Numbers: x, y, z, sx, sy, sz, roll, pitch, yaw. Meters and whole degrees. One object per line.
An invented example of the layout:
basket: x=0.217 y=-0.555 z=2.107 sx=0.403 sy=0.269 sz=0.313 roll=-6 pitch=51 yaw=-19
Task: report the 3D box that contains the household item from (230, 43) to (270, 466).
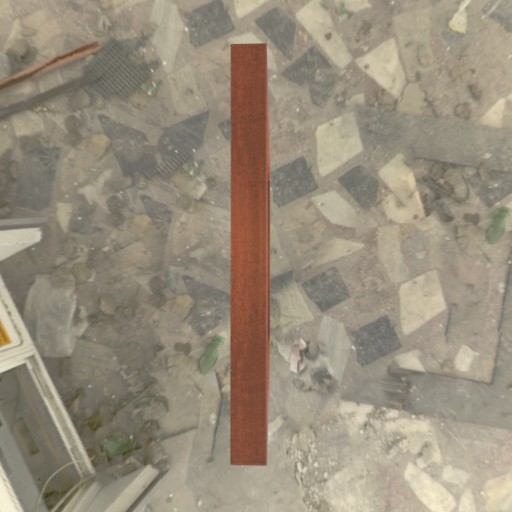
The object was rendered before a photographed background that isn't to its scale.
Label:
household item: x=0.000 y=0.000 z=0.335 sx=0.020 sy=0.250 sz=0.200 roll=0 pitch=89 yaw=2
